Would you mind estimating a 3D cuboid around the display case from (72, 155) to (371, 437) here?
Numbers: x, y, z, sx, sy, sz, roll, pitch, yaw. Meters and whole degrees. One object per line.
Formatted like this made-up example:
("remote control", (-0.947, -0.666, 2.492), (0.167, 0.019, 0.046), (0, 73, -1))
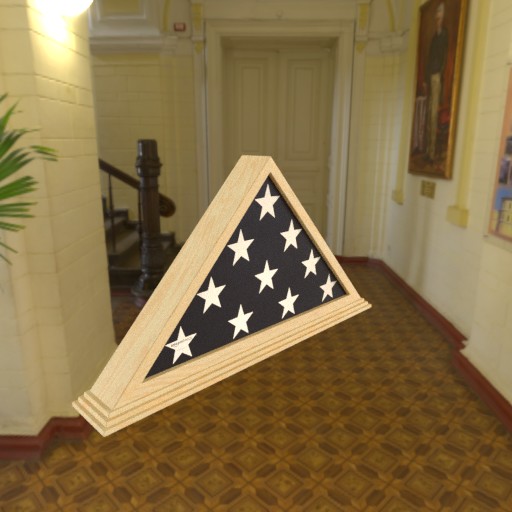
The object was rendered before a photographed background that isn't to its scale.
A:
("display case", (0.000, 0.000, 0.771), (0.640, 0.340, 0.095), (-14, 20, -43))
